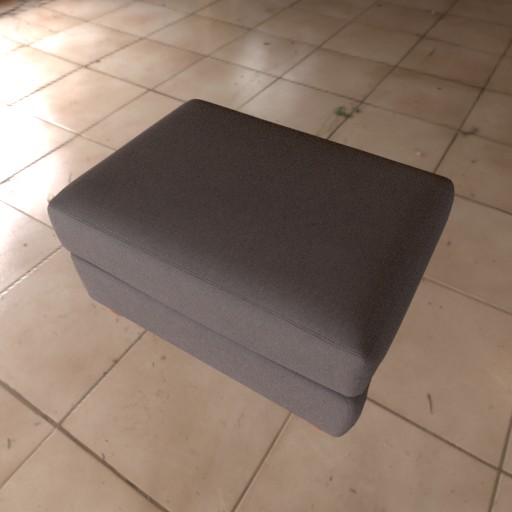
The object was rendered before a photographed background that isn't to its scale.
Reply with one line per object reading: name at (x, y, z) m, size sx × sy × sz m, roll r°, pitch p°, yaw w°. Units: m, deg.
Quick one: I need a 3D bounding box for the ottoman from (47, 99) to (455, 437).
ottoman at (0.000, 0.000, 1.129) m, size 0.773 × 0.497 × 0.574 m, roll 24°, pitch 52°, yaw 21°
